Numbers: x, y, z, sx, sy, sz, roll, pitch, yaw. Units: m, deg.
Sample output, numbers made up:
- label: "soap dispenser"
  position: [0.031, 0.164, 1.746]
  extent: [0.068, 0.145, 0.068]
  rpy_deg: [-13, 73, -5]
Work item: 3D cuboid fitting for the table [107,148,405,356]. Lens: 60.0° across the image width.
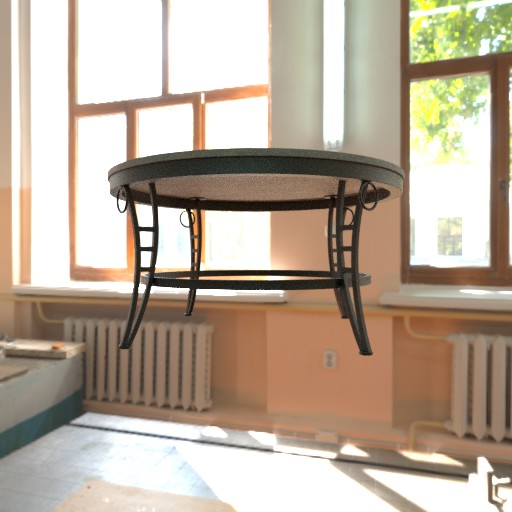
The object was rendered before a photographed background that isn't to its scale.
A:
- label: "table"
  position: [0.000, 0.000, 1.399]
  extent: [0.889, 0.470, 0.889]
  rpy_deg: [0, 0, 0]
